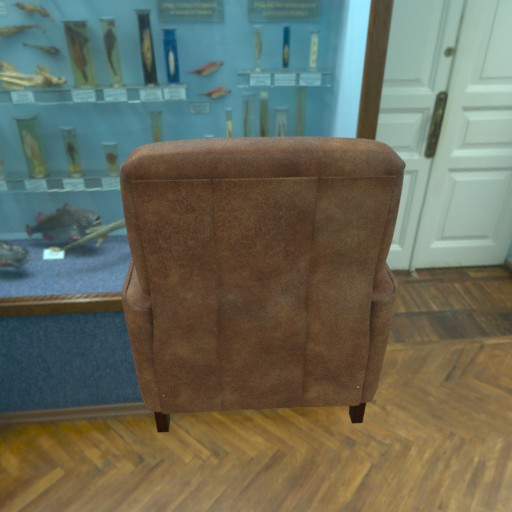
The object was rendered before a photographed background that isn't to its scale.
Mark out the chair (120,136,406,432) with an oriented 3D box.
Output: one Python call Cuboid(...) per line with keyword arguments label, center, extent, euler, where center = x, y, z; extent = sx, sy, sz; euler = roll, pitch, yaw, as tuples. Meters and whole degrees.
Cuboid(label="chair", center=(0.000, 0.000, 1.620), extent=(0.843, 1.043, 0.836), euler=(-2, 30, -3))
